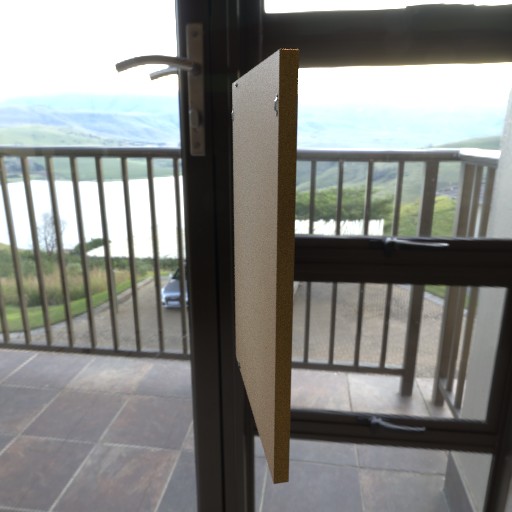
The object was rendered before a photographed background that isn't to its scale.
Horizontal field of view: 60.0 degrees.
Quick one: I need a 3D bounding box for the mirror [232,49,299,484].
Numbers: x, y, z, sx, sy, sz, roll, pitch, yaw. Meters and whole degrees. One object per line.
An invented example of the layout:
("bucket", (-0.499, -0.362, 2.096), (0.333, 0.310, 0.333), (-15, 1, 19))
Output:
("mirror", (0.000, 0.000, 1.180), (0.040, 0.915, 0.609), (-3, 16, -10))
